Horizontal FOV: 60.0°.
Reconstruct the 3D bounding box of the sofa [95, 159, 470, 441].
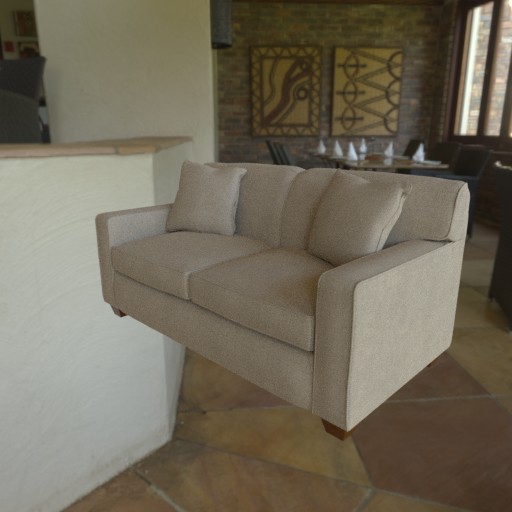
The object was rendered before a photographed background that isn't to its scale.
[{"bbox_3d":[0.000,0.000,2.420,1.846,0.958,0.998,15,22,42],"label":"sofa"}]
